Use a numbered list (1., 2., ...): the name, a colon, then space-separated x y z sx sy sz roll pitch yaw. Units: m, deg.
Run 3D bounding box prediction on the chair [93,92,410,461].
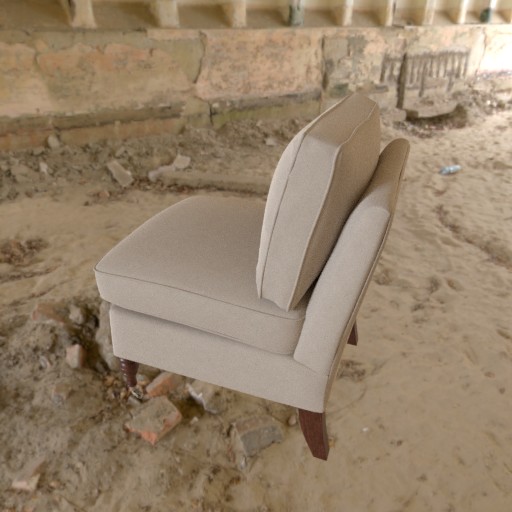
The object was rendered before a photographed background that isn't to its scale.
1. chair: 0.000 0.000 1.587 0.912 1.052 0.724 10 30 18
